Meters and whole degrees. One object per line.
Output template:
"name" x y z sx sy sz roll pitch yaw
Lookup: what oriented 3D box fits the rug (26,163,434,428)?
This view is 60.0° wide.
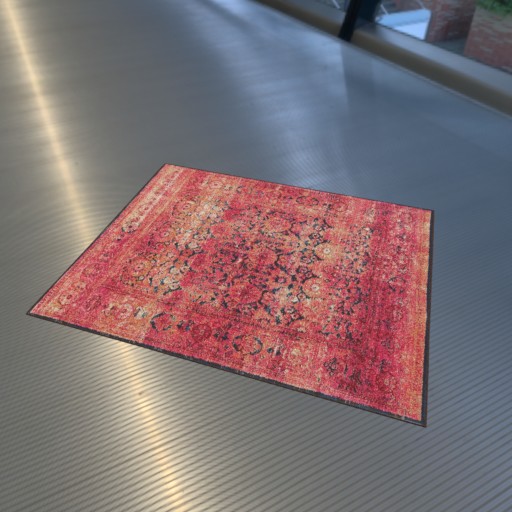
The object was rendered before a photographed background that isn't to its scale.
"rug" 0.000 0.000 3.986 3.032 0.020 2.411 12 44 13
